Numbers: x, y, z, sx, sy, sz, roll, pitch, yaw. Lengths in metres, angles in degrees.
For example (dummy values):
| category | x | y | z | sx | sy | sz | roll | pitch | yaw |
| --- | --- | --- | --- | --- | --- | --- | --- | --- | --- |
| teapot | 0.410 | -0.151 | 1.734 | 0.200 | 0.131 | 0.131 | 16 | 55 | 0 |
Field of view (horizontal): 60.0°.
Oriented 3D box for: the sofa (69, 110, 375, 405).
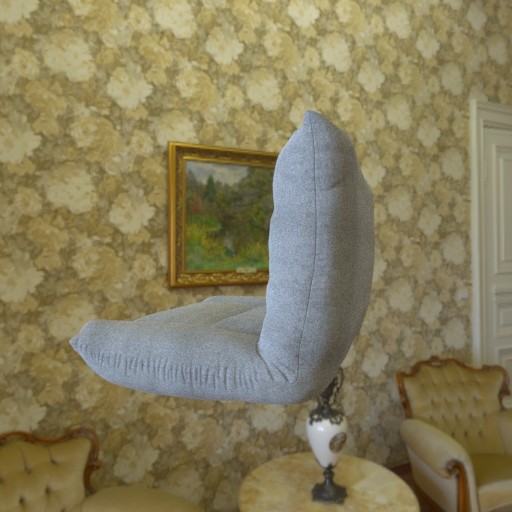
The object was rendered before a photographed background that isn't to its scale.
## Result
| category | x | y | z | sx | sy | sz | roll | pitch | yaw |
| --- | --- | --- | --- | --- | --- | --- | --- | --- | --- |
| sofa | 0.000 | 0.000 | 1.697 | 0.847 | 0.795 | 1.144 | 0 | 0 | 18 |
